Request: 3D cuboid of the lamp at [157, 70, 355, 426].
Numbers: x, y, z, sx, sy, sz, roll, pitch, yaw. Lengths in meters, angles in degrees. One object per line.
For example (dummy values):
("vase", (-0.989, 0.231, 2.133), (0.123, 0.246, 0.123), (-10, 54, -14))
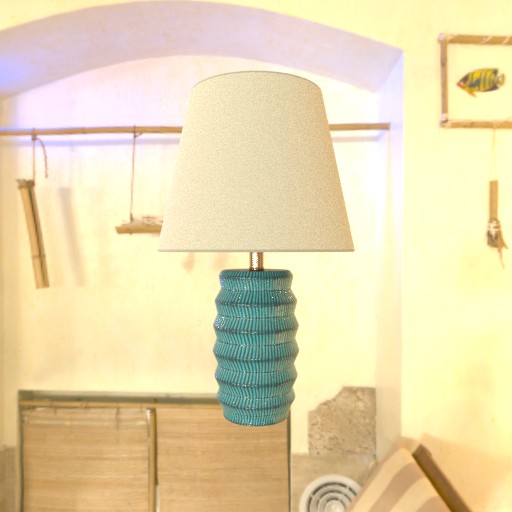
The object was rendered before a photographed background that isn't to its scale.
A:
("lamp", (0.000, 0.000, 0.814), (0.355, 0.582, 0.355), (0, 1, 0))
